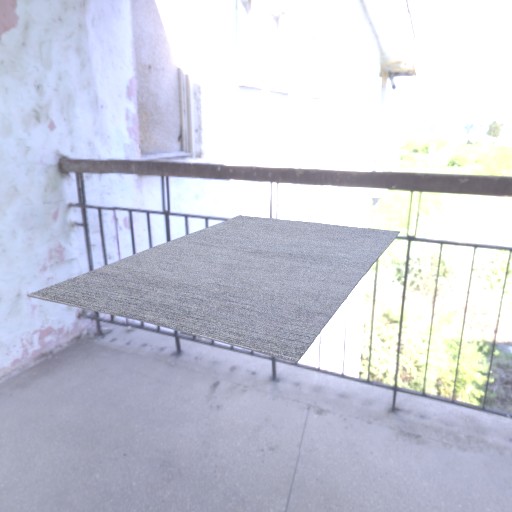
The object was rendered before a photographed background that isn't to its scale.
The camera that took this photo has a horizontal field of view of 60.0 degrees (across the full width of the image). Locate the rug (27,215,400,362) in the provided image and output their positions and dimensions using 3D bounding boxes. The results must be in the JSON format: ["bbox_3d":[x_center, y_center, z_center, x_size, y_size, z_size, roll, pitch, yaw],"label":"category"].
[{"bbox_3d":[0.000,0.000,2.289,1.159,0.021,1.789,8,19,25],"label":"rug"}]
